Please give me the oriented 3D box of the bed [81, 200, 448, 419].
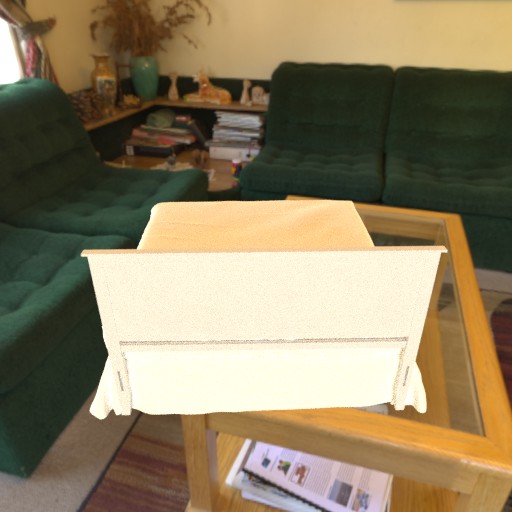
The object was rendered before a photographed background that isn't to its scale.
[{"bbox_3d":[0.000,0.000,3.655,2.317,1.273,2.215,-1,30,-1],"label":"bed"}]
